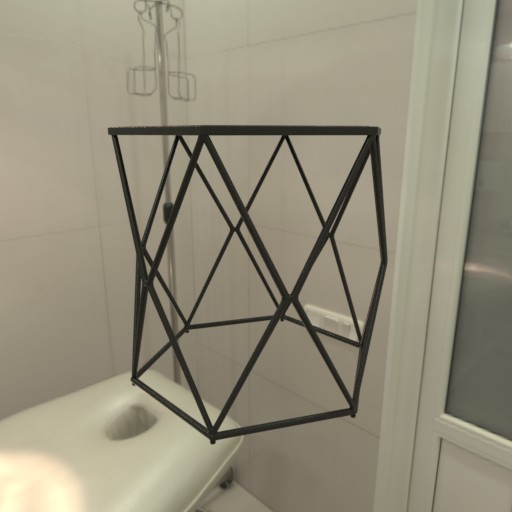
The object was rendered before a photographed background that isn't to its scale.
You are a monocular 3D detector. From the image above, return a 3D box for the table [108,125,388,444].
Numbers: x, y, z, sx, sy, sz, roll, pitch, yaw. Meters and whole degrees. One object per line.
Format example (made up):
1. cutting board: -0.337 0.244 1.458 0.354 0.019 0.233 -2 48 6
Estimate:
1. table: 0.000 0.000 1.012 0.578 0.564 0.579 15 21 43
